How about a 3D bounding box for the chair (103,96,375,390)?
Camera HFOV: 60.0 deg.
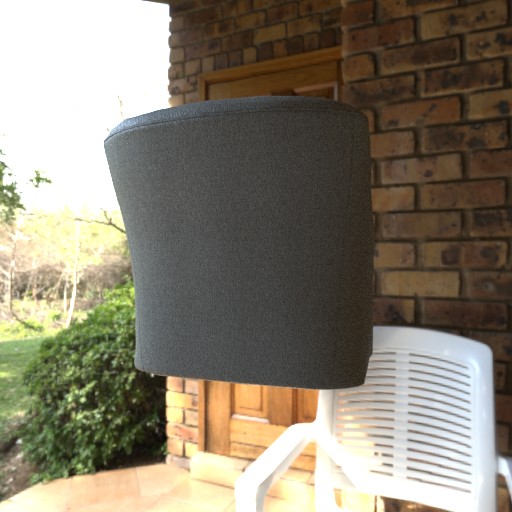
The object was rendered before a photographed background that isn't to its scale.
[{"bbox_3d":[0.000,0.000,1.631,0.864,0.856,0.923,0,-1,19],"label":"chair"}]
